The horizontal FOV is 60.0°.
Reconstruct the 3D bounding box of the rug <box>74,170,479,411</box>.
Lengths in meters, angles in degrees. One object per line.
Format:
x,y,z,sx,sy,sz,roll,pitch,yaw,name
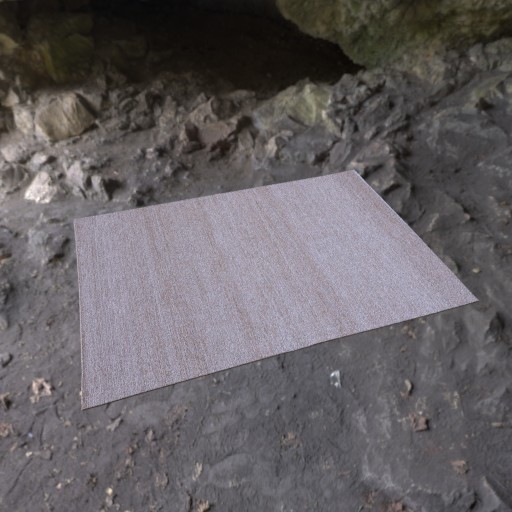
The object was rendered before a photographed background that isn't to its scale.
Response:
0.000,0.000,2.932,2.283,0.030,1.596,-12,43,-13,rug
